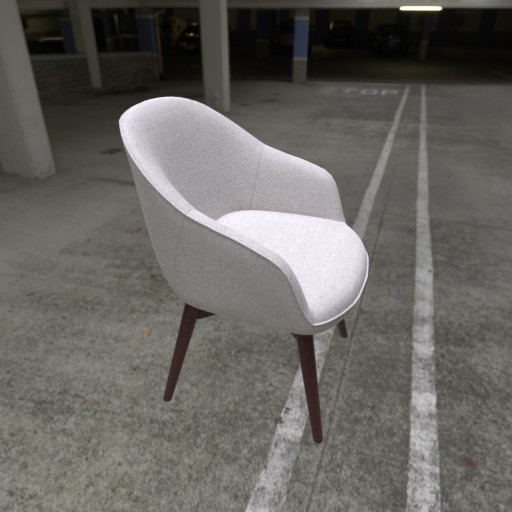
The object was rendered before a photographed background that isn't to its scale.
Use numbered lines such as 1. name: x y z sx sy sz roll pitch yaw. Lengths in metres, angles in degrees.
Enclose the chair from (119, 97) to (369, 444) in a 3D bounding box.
1. chair: 0.000 0.000 1.279 0.635 0.823 0.596 9 31 16
